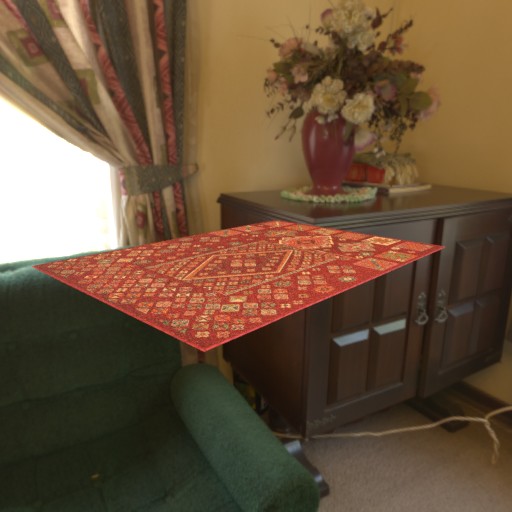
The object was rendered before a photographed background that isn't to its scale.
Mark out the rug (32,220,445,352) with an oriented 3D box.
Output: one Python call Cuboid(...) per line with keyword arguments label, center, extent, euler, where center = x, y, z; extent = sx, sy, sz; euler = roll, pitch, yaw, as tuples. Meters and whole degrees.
Cuboid(label="rug", center=(0.000, 0.000, 4.321), extent=(2.389, 0.011, 3.306), euler=(13, 20, 42))
